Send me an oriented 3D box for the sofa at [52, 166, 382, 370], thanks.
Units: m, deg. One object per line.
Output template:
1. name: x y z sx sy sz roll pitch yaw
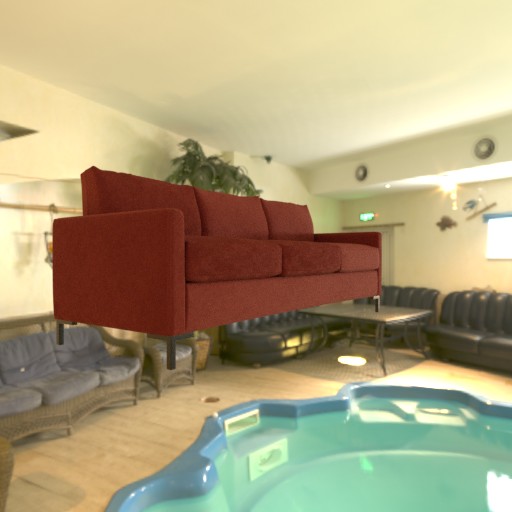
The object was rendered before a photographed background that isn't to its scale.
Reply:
1. sofa: 0.000 0.000 2.818 0.875 0.879 2.252 0 0 36
